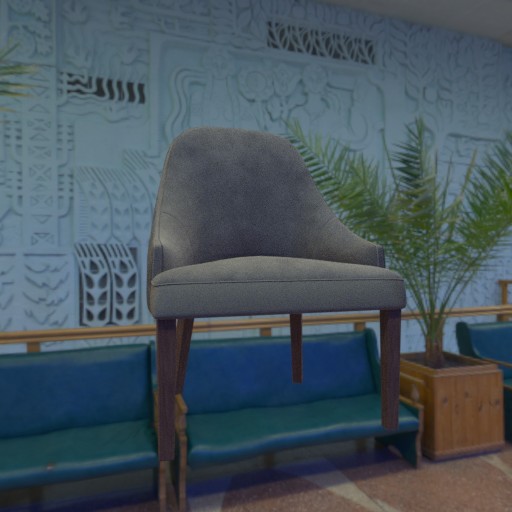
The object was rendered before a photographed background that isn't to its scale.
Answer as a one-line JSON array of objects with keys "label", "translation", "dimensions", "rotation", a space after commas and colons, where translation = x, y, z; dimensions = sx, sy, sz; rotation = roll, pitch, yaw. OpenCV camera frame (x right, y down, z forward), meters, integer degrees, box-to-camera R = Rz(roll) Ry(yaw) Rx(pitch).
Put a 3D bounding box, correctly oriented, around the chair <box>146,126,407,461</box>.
[{"label": "chair", "translation": [0.000, 0.000, 1.305], "dimensions": [0.643, 0.889, 0.575], "rotation": [0, 1, -17]}]
